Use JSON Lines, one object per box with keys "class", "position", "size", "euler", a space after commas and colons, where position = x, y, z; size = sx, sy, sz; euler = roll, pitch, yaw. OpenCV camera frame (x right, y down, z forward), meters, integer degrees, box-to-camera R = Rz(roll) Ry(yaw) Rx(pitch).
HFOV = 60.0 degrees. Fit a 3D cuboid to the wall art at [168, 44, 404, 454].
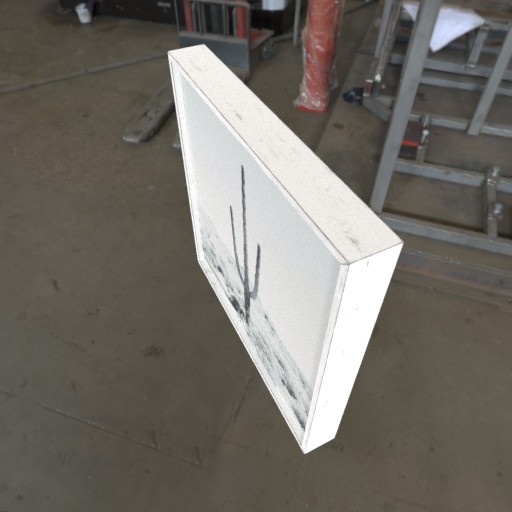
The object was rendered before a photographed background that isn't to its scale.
{"class": "wall art", "position": [0.000, 0.000, 0.454], "size": [0.038, 0.305, 0.305], "euler": [-20, 51, -18]}
